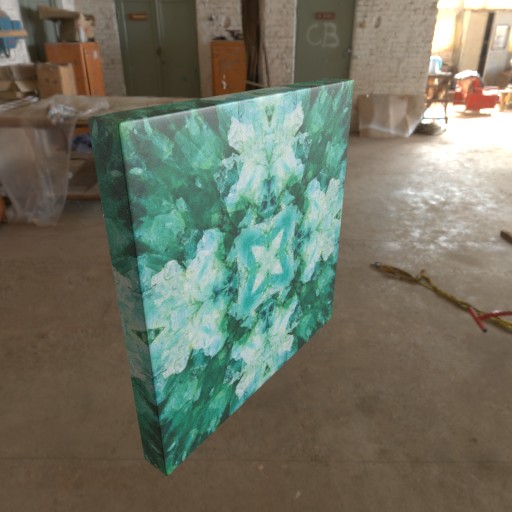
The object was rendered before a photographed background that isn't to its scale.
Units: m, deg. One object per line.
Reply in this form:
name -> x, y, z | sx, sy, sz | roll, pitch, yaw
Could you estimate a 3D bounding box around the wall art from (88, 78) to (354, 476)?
wall art -> 0.000, 0.000, 0.450 | 0.033, 0.313, 0.313 | 19, 33, 32
